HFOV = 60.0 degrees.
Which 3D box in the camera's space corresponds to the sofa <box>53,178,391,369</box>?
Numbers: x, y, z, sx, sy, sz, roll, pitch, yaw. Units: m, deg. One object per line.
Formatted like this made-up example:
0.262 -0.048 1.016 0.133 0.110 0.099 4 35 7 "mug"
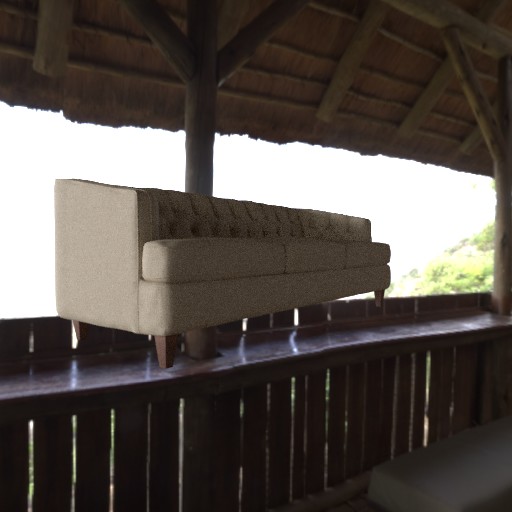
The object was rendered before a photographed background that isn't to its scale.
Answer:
0.000 0.000 2.719 0.913 0.788 2.235 1 2 37 "sofa"
